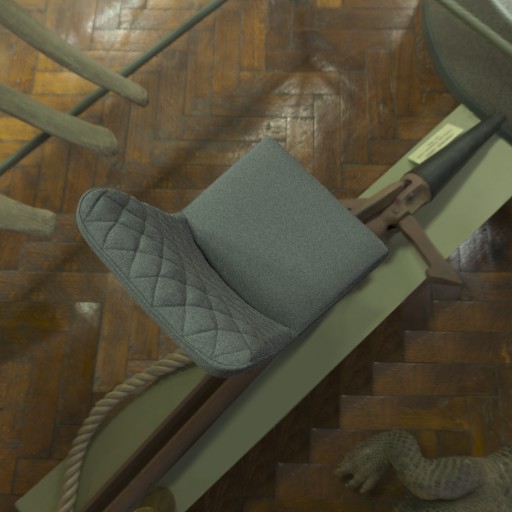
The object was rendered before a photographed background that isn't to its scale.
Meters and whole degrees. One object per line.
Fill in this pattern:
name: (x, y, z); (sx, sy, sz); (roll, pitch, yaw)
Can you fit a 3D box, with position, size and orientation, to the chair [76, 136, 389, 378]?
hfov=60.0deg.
chair: (0.000, 0.000, 1.248); (0.587, 0.889, 0.508); (-42, 79, -10)
